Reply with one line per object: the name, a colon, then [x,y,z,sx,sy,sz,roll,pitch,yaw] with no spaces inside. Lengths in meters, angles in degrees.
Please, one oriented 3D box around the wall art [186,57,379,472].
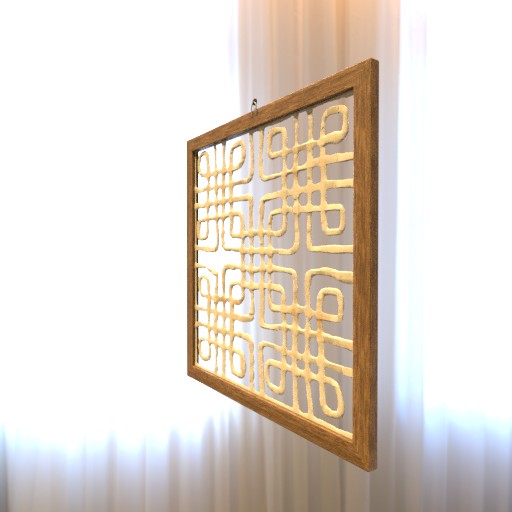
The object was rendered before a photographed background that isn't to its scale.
wall art: [0.000,0.000,0.832,0.021,0.582,0.561,-1,1,-35]
